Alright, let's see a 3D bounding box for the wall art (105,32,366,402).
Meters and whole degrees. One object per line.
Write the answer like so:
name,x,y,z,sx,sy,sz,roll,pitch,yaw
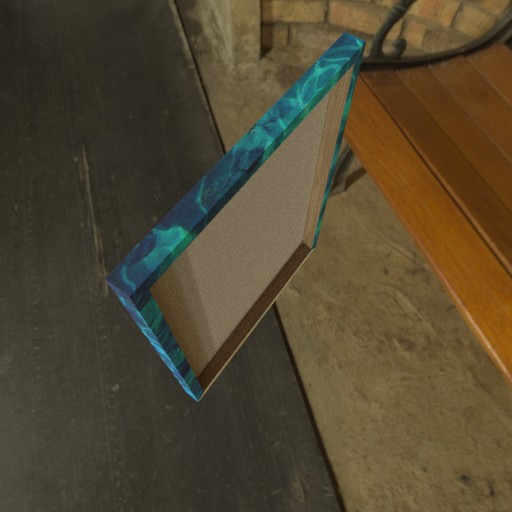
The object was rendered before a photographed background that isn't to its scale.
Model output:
wall art,0.000,0.000,0.850,0.038,0.635,0.508,33,67,16
